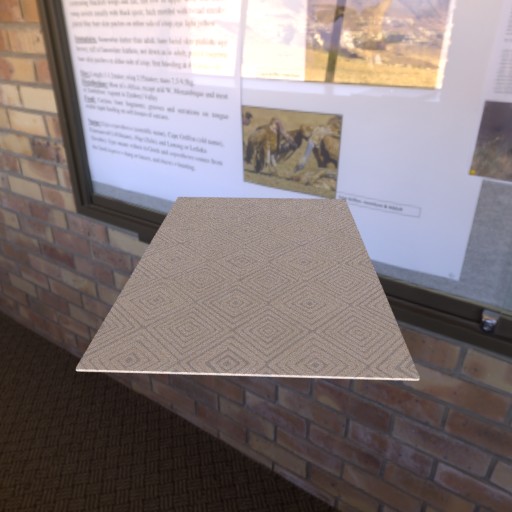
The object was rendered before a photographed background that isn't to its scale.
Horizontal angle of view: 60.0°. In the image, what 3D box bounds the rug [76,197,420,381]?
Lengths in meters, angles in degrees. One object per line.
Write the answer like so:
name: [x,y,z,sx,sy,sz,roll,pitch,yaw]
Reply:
rug: [0.000,0.000,2.249,1.143,0.008,1.753,1,27,2]
